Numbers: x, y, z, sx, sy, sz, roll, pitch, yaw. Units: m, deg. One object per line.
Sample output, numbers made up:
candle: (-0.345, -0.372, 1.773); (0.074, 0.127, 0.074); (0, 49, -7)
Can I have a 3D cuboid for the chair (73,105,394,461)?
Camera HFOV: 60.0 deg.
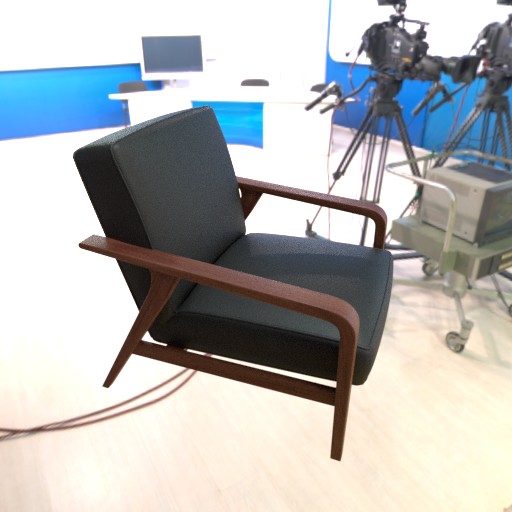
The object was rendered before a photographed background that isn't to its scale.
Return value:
chair: (0.000, 0.000, 1.480); (0.889, 0.861, 0.719); (10, 30, 18)
